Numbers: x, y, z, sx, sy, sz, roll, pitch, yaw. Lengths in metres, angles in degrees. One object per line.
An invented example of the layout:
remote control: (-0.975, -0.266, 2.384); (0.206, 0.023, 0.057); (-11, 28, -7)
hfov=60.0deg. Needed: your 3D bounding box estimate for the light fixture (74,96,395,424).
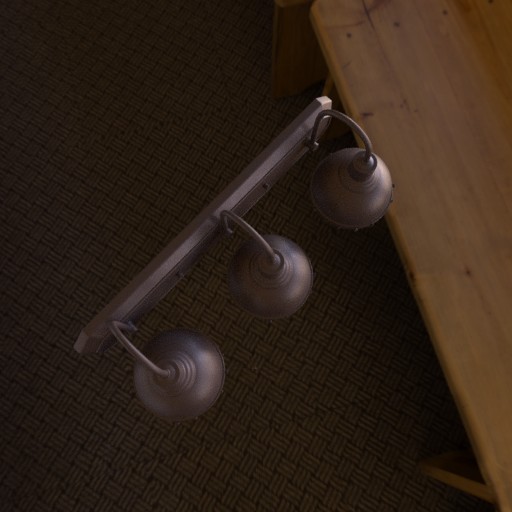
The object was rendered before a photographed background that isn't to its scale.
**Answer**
light fixture: (0.000, 0.000, 0.770); (0.229, 0.254, 0.634); (42, 79, 10)
